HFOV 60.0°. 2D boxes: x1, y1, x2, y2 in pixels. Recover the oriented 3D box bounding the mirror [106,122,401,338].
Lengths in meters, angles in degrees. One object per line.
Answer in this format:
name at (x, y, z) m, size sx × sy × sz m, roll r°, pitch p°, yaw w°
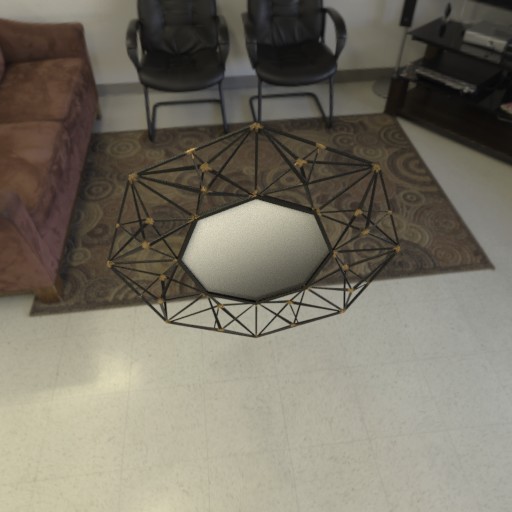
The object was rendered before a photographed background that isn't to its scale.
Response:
mirror at (0.000, 0.000, 1.069) m, size 0.710 × 0.710 × 0.094 m, roll -3°, pitch 47°, yaw -3°
